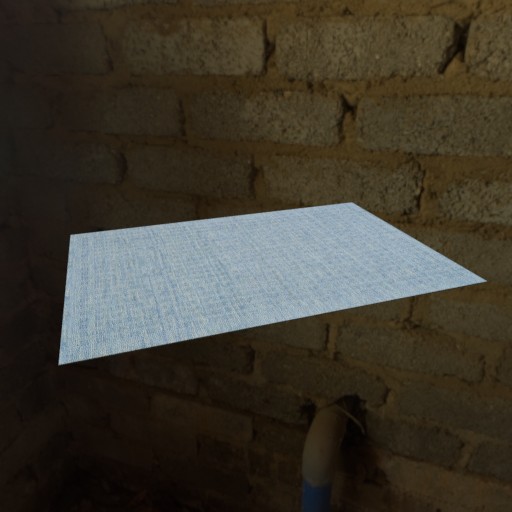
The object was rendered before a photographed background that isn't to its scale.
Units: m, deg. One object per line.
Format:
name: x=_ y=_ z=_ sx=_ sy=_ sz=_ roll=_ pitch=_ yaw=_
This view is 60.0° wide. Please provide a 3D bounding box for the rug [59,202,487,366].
rug: x=0.000 y=0.000 z=2.862 sx=2.286 sy=0.006 sz=1.522 roll=-8 pitch=26 yaw=-17
